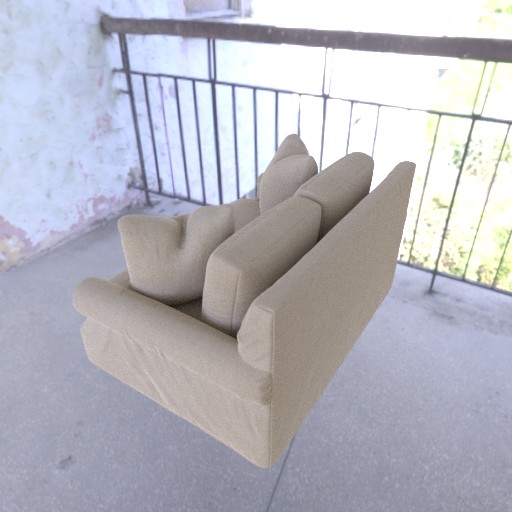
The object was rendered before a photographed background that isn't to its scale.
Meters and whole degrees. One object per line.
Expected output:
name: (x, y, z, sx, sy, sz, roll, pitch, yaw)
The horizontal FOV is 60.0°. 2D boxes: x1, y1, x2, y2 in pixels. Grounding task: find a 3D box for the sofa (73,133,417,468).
sofa: (0.000, 0.000, 2.195, 1.070, 0.905, 1.550, 19, 37, 27)
